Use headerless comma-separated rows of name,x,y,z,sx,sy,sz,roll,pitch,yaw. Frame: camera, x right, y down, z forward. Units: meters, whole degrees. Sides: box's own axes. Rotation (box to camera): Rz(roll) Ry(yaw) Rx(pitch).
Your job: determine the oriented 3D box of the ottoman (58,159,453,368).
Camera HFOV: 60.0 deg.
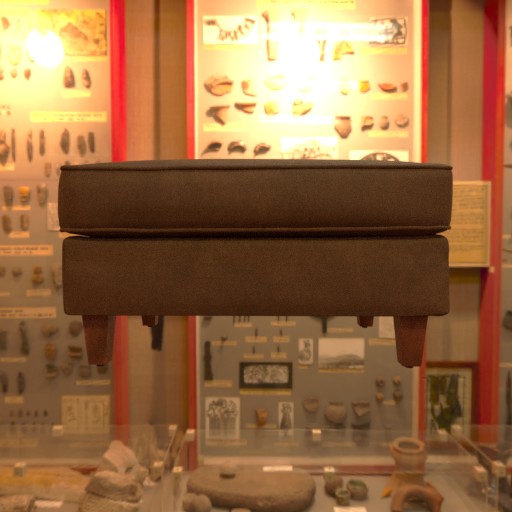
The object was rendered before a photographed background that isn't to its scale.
ottoman,0.000,0.000,1.212,0.860,0.481,0.596,0,2,1
